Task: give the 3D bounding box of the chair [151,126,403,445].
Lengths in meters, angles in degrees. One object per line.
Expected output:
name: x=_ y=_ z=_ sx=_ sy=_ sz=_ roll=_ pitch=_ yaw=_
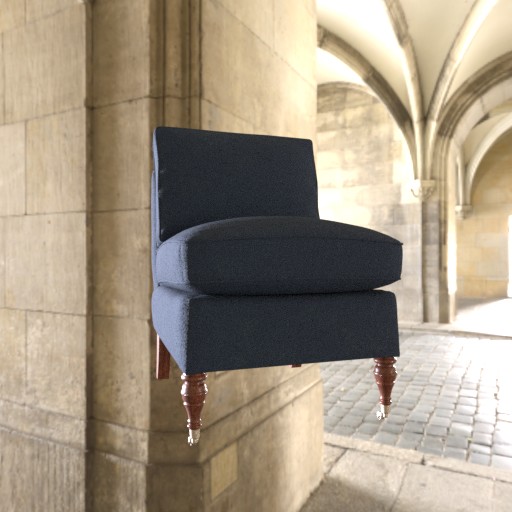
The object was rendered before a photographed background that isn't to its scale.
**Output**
chair: x=0.000 y=0.000 z=1.673 sx=0.724 sy=1.052 sz=0.912 roll=0 pitch=0 yaw=-18
